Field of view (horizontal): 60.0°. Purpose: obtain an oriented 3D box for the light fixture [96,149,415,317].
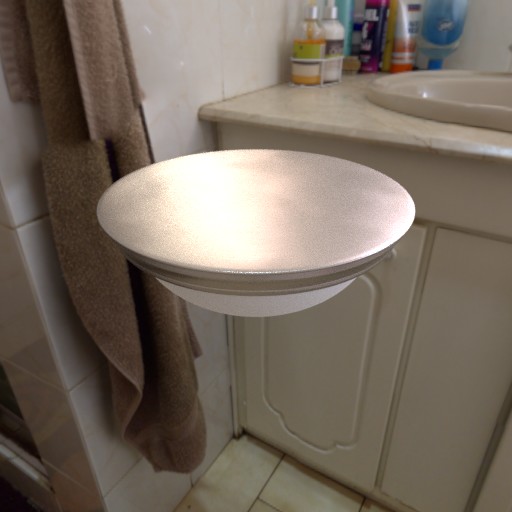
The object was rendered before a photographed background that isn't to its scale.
[{"bbox_3d":[0.000,0.000,0.440,0.280,0.135,0.280,0,30,0],"label":"light fixture"}]
